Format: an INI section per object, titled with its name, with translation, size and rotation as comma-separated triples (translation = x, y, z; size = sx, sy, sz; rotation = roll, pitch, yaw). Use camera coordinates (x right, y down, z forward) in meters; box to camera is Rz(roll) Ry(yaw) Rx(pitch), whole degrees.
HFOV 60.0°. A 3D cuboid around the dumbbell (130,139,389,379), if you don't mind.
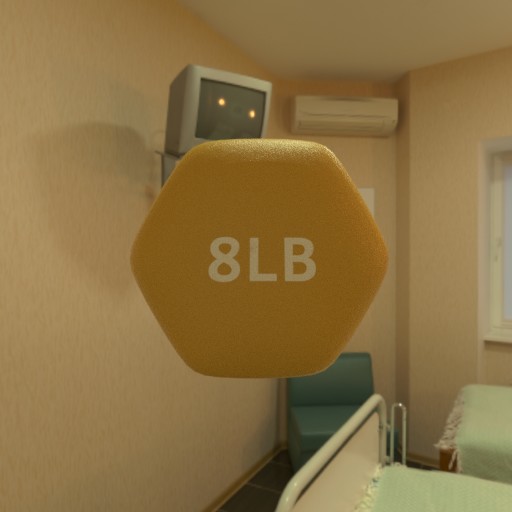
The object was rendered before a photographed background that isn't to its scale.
[dumbbell]
translation = 0.000, 0.000, 0.233
size = 0.090, 0.082, 0.190
rotation = 0, 1, 0
